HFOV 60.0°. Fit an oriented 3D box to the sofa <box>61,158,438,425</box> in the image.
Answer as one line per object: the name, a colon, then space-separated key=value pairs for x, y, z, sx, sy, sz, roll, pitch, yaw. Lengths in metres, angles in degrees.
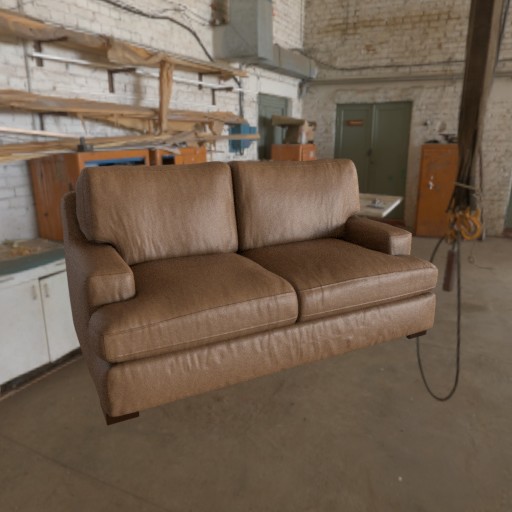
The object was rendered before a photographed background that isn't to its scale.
sofa: x=0.000 y=0.000 z=2.403 sx=1.855 sy=0.980 sz=0.962 roll=-8 pitch=17 yaw=-27
